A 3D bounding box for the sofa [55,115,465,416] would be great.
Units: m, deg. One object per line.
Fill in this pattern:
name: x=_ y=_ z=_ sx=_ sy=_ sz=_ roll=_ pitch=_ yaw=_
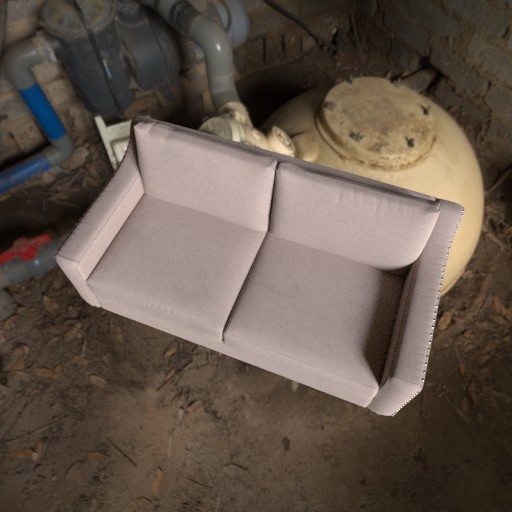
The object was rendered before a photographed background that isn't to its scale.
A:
sofa: x=0.000 y=0.000 z=2.513 sx=1.967 sy=0.901 sz=1.030 roll=18 pitch=60 yaw=11
